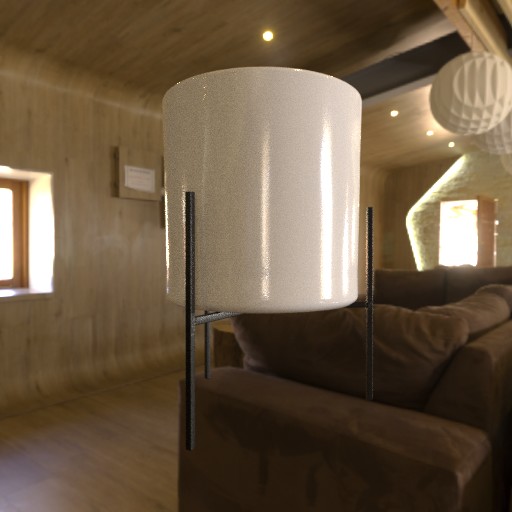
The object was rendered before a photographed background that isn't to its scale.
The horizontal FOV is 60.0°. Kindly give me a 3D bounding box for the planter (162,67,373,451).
[{"bbox_3d":[0.000,0.000,0.650,0.307,0.431,0.308,0,1,-35],"label":"planter"}]
